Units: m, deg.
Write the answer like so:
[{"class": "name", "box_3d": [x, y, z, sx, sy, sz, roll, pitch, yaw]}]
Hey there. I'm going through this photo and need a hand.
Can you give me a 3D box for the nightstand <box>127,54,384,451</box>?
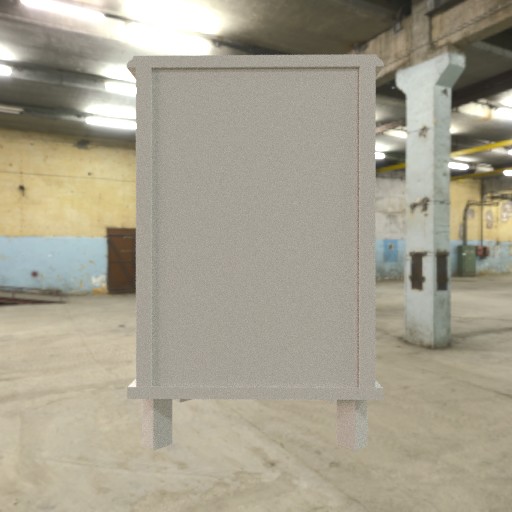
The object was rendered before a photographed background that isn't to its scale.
[{"class": "nightstand", "box_3d": [0.000, 0.000, 0.926, 0.435, 0.681, 0.351, 0, 0, 1]}]
